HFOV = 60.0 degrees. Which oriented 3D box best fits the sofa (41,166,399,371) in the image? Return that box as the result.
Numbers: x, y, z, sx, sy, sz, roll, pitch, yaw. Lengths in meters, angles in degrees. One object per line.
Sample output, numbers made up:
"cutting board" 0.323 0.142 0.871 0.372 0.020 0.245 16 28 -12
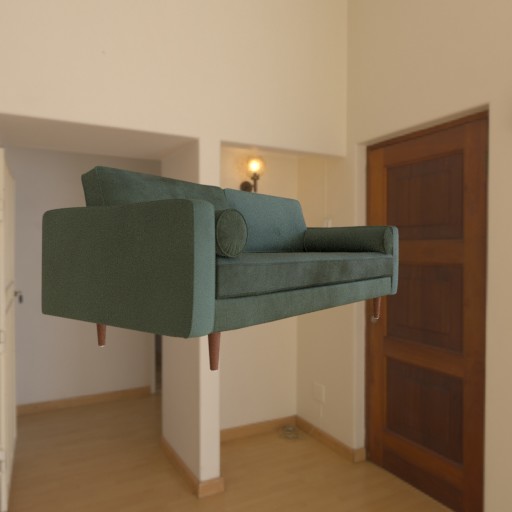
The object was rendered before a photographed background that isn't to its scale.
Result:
"sofa" 0.000 0.000 2.351 0.916 0.772 1.880 1 1 37
